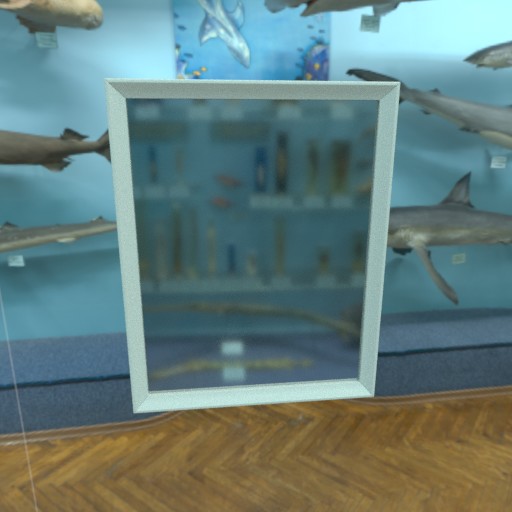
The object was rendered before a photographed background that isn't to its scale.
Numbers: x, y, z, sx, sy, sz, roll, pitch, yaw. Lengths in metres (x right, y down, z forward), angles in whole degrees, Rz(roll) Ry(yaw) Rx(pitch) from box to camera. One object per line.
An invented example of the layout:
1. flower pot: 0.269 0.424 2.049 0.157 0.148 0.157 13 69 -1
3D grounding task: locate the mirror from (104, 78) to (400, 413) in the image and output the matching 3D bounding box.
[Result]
1. mirror: 0.000 0.000 0.692 0.406 0.509 0.041 -2 16 -6
